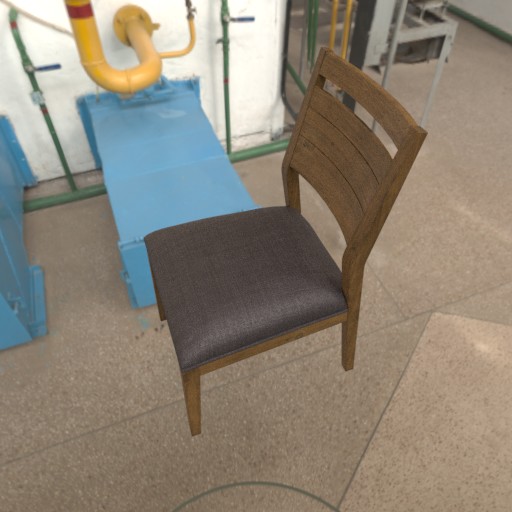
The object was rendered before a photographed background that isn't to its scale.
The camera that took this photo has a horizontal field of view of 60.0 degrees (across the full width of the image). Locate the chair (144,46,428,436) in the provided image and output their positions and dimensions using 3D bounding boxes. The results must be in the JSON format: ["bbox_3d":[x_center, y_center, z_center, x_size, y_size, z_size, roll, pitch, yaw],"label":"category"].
[{"bbox_3d":[0.000,0.000,1.270,0.610,0.939,0.501,-15,49,-14],"label":"chair"}]
